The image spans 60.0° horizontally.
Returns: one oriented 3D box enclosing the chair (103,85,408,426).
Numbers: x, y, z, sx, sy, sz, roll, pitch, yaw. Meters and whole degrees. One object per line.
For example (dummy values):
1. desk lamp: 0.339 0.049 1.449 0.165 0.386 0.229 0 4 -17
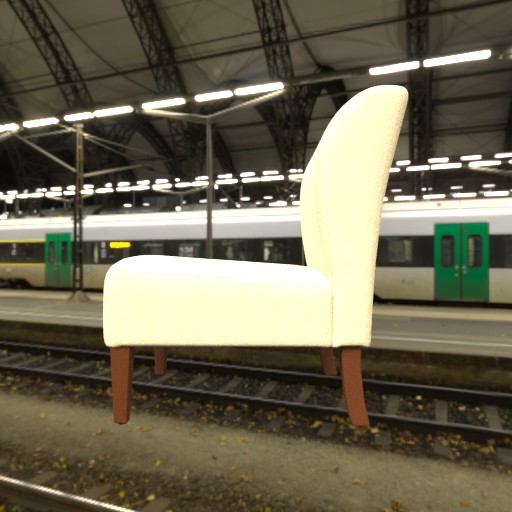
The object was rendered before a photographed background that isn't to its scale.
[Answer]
1. chair: 0.000 0.000 1.319 0.754 0.833 0.521 0 0 1
